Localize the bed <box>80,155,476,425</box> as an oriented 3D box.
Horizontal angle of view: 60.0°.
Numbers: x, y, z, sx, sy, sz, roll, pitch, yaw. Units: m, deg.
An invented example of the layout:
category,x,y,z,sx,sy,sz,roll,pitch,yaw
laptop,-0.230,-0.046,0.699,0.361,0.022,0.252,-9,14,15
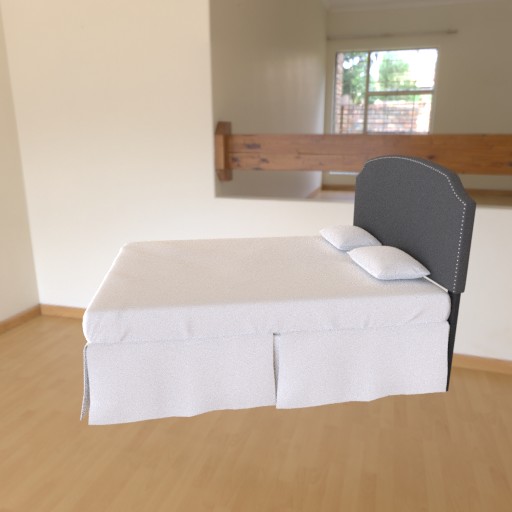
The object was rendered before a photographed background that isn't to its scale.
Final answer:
category,x,y,z,sx,sy,sz,roll,pitch,yaw
bed,0.000,0.000,2.898,1.999,1.270,1.558,-2,16,-8
